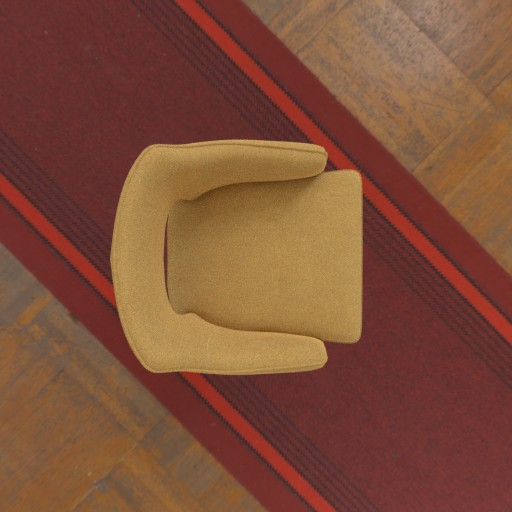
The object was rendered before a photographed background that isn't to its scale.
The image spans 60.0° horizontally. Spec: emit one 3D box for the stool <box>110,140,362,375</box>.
[{"bbox_3d":[0.000,0.000,1.287,0.558,0.924,0.548,0,91,1],"label":"stool"}]
